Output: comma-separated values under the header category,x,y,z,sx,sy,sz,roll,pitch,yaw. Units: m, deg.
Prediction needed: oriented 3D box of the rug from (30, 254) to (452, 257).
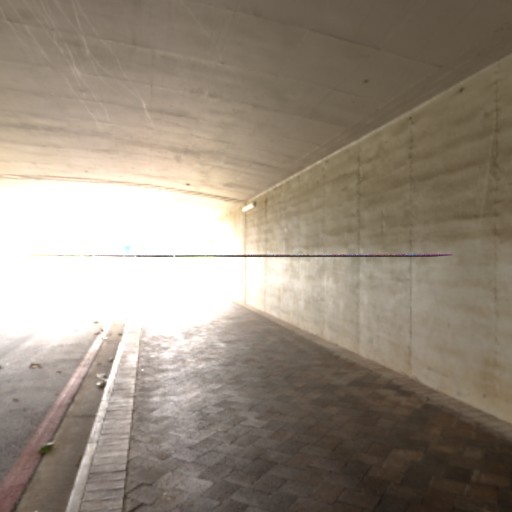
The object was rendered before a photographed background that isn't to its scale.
category,x,y,z,sx,sy,sz,roll,pitch,yaw
rug,0.000,0.000,3.772,2.896,0.013,2.007,0,0,19
